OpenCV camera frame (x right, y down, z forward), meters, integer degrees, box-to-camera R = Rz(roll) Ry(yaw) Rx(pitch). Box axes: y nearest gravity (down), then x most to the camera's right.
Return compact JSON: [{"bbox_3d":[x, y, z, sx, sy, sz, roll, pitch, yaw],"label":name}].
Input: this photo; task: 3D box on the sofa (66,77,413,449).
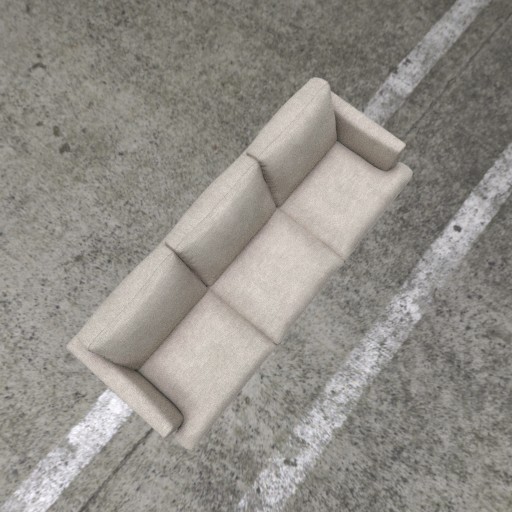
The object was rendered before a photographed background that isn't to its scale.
[{"bbox_3d":[0.000,0.000,2.773,0.903,0.930,2.246,39,79,9],"label":"sofa"}]
